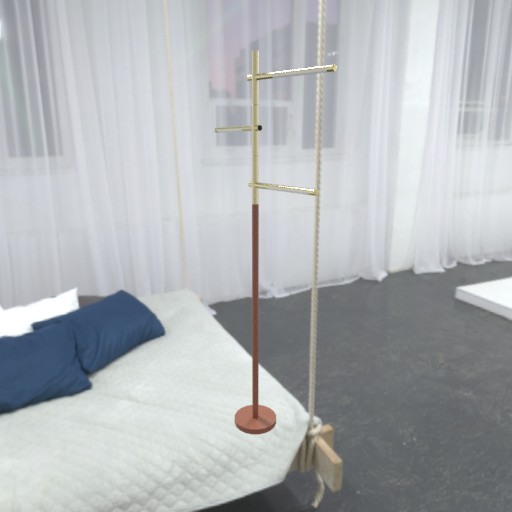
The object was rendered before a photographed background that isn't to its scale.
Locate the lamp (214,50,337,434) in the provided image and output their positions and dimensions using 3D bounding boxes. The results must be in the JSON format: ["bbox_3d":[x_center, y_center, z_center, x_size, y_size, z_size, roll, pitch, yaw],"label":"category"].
[{"bbox_3d":[0.000,0.000,1.996,0.209,1.704,0.737,-14,20,-43],"label":"lamp"}]
